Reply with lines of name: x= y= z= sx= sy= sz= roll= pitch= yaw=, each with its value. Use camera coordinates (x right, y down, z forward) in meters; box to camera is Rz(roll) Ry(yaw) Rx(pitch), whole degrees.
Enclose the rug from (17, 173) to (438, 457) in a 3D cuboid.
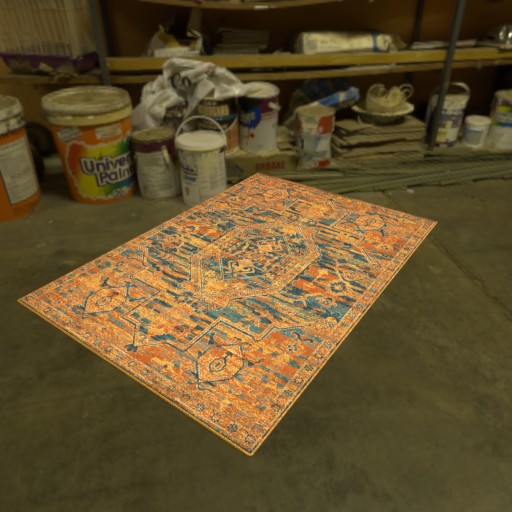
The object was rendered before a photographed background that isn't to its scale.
rug: x=0.000 y=0.000 z=3.603 sx=2.043 sy=0.019 sz=2.916 roll=21 pitch=38 yaw=30
